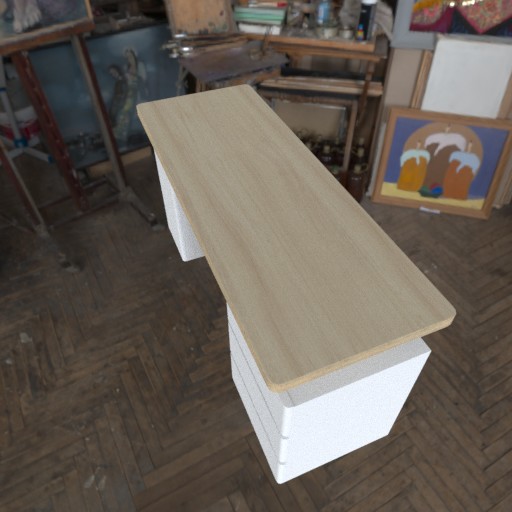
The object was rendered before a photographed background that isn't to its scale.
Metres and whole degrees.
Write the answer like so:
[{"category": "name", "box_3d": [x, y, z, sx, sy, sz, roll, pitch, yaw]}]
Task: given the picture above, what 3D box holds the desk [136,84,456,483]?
[{"category": "desk", "box_3d": [0.000, 0.000, 1.856, 0.550, 0.755, 1.500, -17, 48, -16]}]
